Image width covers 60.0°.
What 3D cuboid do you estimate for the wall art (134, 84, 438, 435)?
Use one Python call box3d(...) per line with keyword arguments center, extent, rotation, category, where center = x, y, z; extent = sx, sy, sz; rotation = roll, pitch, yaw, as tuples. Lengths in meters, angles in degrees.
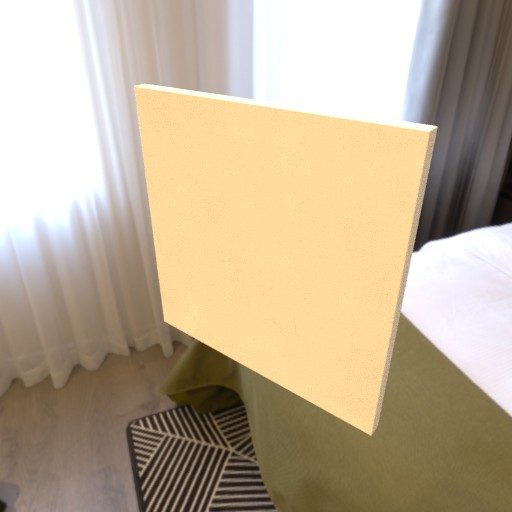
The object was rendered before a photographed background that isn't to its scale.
box3d(center=(0.000, 0.000, 1.142), extent=(0.762, 0.762, 0.040), rotation=(21, 36, 32), category="wall art")
